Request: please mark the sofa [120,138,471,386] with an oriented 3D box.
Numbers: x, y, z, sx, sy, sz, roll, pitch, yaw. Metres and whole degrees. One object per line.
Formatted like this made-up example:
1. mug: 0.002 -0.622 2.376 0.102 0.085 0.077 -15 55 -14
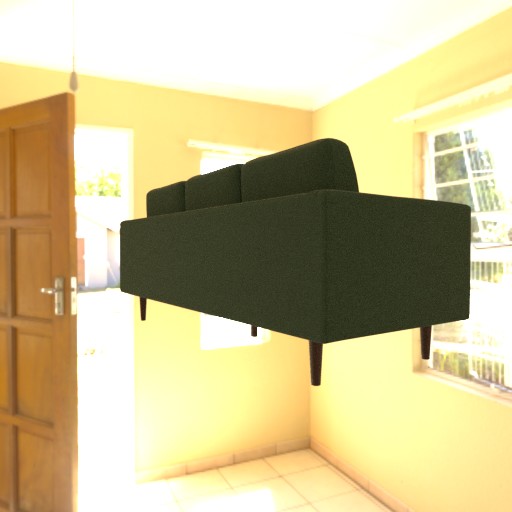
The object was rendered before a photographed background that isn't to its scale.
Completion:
1. sofa: 0.000 0.000 2.464 0.879 0.899 2.029 -1 1 -35
